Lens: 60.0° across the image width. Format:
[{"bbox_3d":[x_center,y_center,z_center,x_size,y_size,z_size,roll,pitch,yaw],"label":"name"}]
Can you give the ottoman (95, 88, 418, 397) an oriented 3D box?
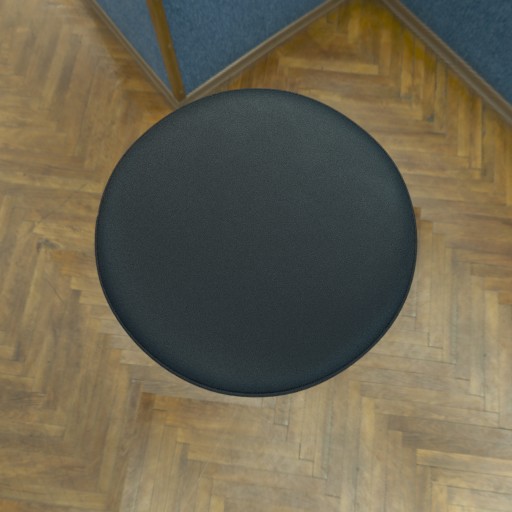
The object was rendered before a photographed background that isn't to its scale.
[{"bbox_3d":[0.000,0.000,0.847,0.501,0.409,0.501,0,75,0],"label":"ottoman"}]
